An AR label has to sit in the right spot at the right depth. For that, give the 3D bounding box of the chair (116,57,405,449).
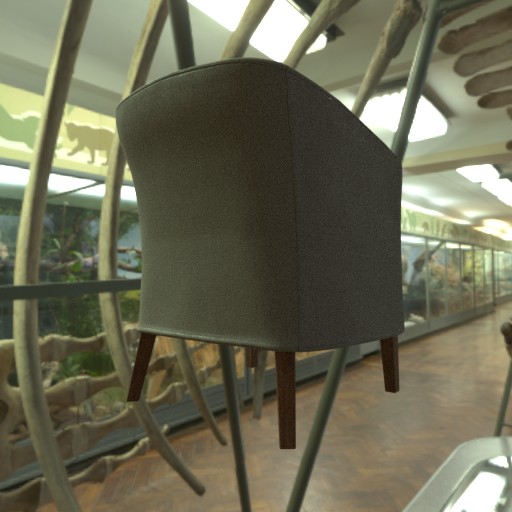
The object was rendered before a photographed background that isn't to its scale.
[{"bbox_3d":[0.000,0.000,1.208,0.600,0.771,0.668,-1,-2,39],"label":"chair"}]
